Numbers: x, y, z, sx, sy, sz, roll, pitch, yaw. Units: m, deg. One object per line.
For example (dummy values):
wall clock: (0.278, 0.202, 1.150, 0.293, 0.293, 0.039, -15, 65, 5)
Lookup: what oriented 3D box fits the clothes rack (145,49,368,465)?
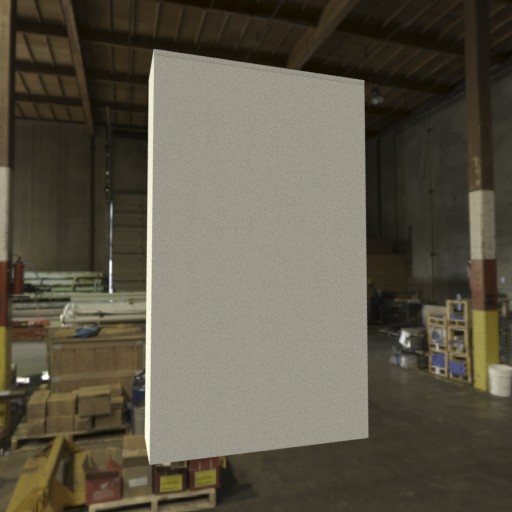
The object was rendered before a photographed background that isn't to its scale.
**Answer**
clothes rack: (0.000, 0.000, 1.594, 0.750, 1.280, 0.250, 1, -3, -17)
